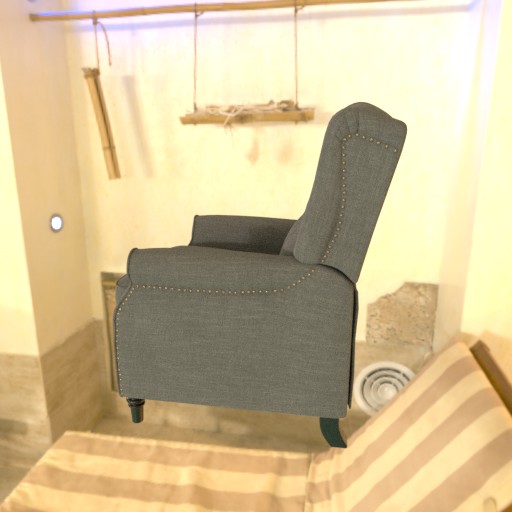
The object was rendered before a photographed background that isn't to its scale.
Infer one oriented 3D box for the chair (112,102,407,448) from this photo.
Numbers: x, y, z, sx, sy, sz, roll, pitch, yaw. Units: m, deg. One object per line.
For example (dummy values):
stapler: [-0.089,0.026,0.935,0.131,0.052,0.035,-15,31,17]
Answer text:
chair: [0.000,0.000,1.605,0.898,1.035,0.742,2,15,9]
